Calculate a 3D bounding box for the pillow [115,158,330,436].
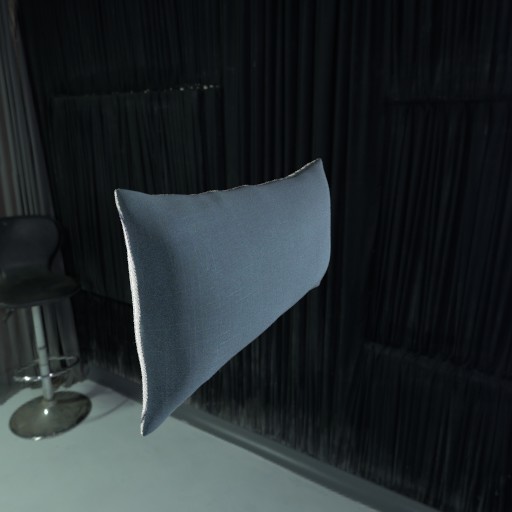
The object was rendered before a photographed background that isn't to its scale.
[{"bbox_3d":[0.000,0.000,0.753,0.151,0.305,0.609,9,19,27],"label":"pillow"}]
